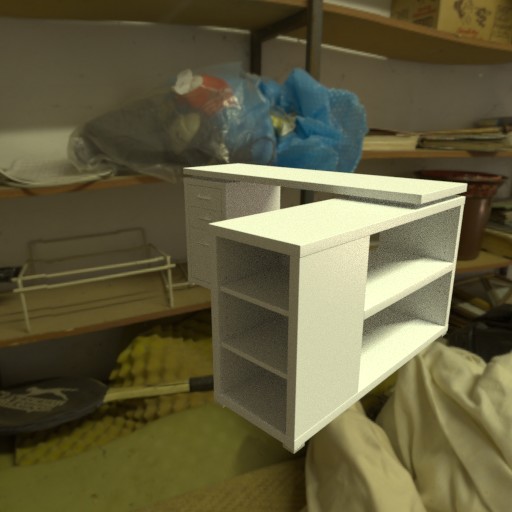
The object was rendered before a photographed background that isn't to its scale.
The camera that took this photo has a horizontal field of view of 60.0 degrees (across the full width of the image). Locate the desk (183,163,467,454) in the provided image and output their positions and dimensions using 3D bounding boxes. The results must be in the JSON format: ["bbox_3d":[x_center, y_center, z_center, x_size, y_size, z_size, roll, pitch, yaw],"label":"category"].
[{"bbox_3d":[0.000,0.000,2.231,1.524,0.753,1.200,16,23,42],"label":"desk"}]
